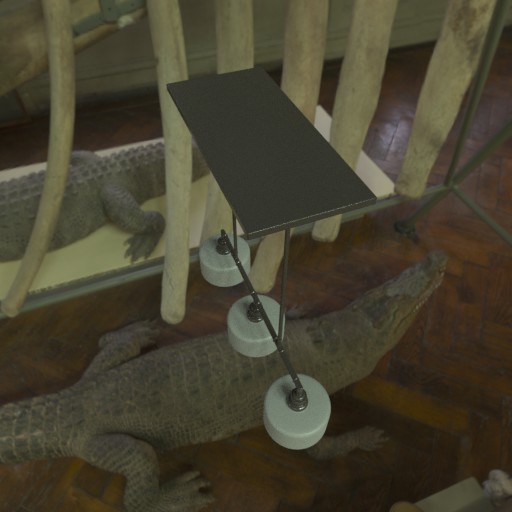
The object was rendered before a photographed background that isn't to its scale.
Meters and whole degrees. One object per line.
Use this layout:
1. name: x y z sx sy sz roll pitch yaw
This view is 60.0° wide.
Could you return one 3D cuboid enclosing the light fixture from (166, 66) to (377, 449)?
1. light fixture: 0.000 0.000 0.872 0.177 0.557 0.582 -17 50 -14
